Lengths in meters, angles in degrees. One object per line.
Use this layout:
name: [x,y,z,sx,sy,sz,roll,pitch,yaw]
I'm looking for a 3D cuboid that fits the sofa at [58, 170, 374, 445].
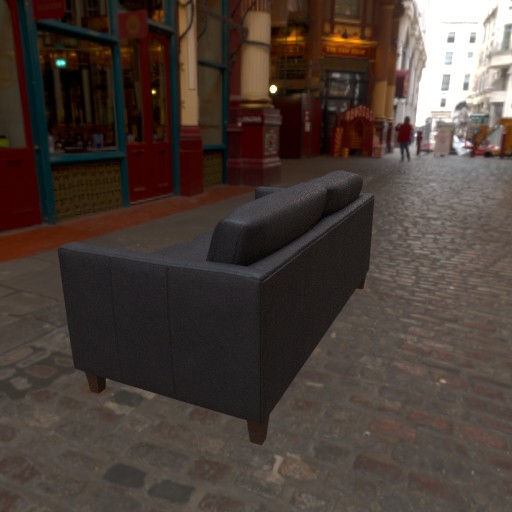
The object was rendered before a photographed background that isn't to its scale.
sofa: [0.000,0.000,2.490,0.933,0.863,1.971,7,18,24]
